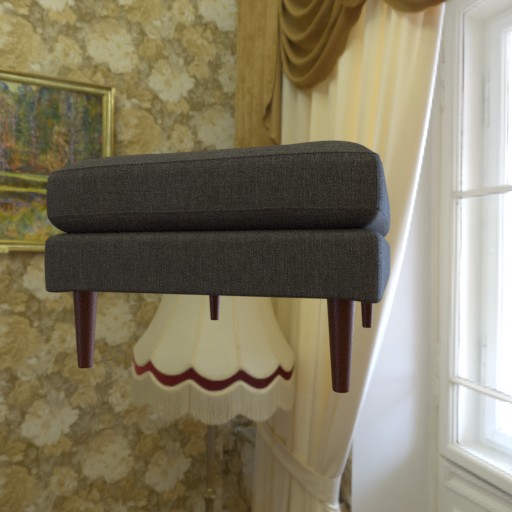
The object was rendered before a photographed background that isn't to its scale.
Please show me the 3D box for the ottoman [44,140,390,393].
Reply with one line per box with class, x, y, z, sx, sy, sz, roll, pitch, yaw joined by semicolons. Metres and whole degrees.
ottoman;0.000;0.000;1.212;0.693;0.474;0.821;0;0;18
